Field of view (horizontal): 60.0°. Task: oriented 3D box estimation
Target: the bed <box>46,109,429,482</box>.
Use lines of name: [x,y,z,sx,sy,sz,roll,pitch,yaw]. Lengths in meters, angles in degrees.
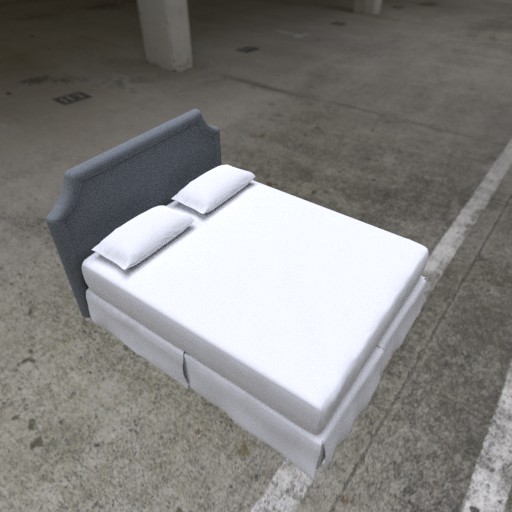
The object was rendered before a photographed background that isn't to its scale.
bed: [0.000,0.000,3.313,2.259,1.296,1.811,25,47,26]
